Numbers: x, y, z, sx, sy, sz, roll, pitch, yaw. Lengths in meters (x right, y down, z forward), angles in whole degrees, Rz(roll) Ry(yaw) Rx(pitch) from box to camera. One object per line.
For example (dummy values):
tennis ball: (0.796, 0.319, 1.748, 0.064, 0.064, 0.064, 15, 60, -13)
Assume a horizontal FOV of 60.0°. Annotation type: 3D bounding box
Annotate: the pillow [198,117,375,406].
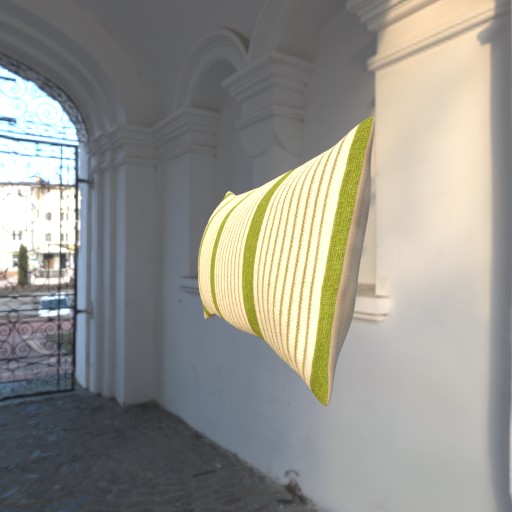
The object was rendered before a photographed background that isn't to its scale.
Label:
pillow: (0.000, 0.000, 0.725, 0.156, 0.292, 0.608, 0, 0, -17)
